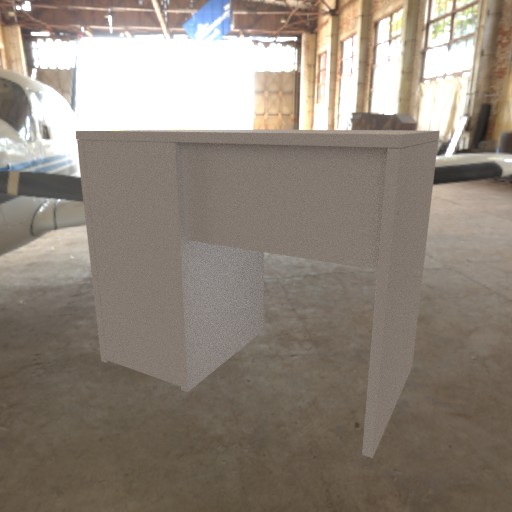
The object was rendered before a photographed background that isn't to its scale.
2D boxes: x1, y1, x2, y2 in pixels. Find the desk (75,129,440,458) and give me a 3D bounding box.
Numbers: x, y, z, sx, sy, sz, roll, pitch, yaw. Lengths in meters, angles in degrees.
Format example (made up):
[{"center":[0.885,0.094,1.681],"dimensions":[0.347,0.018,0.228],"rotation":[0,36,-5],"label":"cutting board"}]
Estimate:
[{"center":[0.000,0.000,1.340],"dimensions":[0.898,0.730,0.482],"rotation":[9,19,28],"label":"desk"}]
